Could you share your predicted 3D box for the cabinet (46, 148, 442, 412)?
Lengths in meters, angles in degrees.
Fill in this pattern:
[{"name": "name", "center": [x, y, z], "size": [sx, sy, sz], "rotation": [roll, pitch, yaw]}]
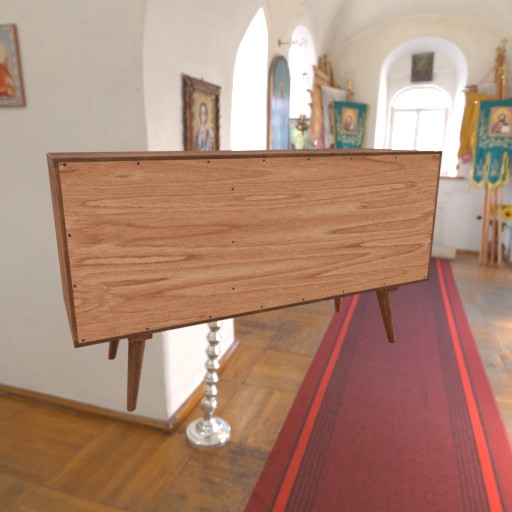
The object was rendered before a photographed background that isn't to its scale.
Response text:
[{"name": "cabinet", "center": [0.000, 0.000, 1.745], "size": [1.400, 0.800, 0.472], "rotation": [-7, 17, -25]}]
